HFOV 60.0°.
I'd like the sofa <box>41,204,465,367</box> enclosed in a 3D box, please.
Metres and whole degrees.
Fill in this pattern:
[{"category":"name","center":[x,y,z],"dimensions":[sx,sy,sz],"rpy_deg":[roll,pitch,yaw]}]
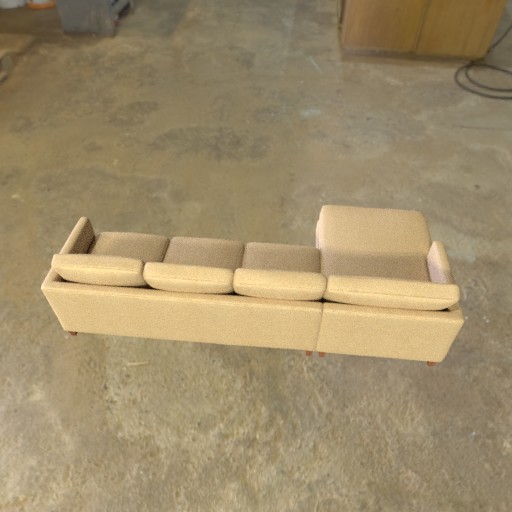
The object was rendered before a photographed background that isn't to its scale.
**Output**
[{"category":"sofa","center":[0.000,0.000,3.947],"dimensions":[3.201,0.876,1.502],"rpy_deg":[4,46,4]}]
